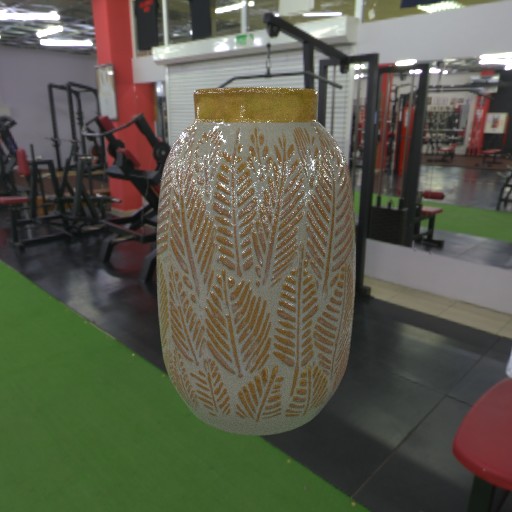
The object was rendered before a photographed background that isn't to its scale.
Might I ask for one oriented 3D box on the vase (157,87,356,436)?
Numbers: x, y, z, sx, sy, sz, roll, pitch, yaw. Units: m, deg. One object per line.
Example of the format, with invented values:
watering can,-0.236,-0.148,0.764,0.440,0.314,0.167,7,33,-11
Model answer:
vase,0.000,0.000,0.386,0.172,0.270,0.172,0,18,0
